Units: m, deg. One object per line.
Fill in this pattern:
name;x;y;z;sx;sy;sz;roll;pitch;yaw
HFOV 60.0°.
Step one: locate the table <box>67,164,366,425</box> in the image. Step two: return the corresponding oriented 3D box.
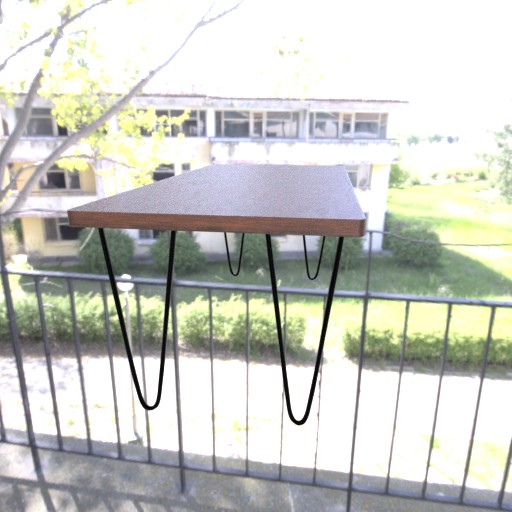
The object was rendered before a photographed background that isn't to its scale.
table;0.000;0.000;2.211;0.883;0.753;1.791;2;16;9
